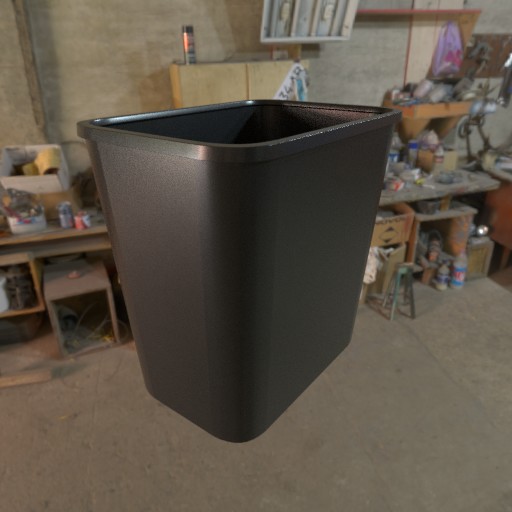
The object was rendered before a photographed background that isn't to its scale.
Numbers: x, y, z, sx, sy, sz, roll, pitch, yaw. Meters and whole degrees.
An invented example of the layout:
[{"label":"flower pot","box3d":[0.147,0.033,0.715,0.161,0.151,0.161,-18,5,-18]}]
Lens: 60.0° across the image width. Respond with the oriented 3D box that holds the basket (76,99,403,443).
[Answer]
[{"label":"basket","box3d":[0.000,0.000,0.503,0.211,0.307,0.300,18,30,34]}]
